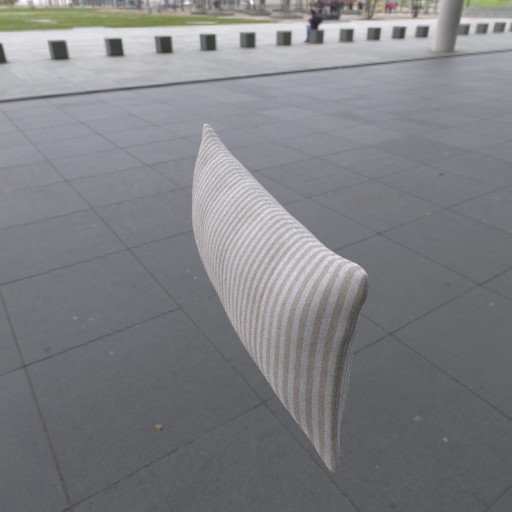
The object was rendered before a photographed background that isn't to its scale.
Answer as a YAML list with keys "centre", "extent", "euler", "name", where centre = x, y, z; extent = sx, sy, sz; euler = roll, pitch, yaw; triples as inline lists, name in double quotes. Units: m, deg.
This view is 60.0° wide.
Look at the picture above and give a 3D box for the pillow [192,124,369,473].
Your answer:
- centre: [0.000, 0.000, 0.730]
  extent: [0.151, 0.295, 0.617]
  euler: [-10, 31, -17]
  name: "pillow"
